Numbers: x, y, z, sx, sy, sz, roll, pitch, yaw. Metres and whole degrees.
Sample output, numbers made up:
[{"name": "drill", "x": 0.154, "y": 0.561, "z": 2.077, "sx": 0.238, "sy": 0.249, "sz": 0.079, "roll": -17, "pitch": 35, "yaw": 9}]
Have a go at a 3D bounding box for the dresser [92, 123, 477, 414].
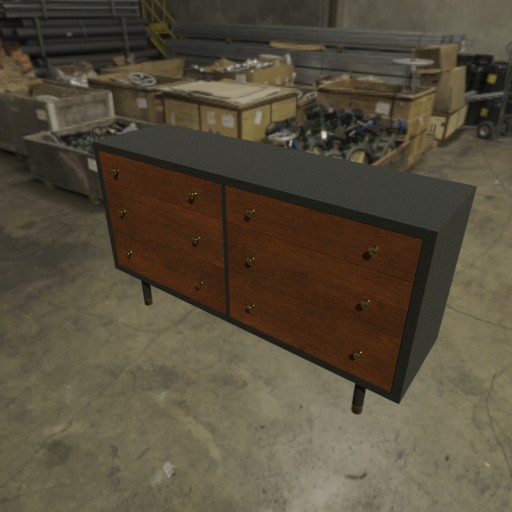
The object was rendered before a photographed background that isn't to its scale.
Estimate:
[{"name": "dresser", "x": 0.000, "y": 0.000, "z": 1.988, "sx": 1.558, "sy": 0.872, "sz": 0.463, "roll": 20, "pitch": 35, "yaw": 31}]
